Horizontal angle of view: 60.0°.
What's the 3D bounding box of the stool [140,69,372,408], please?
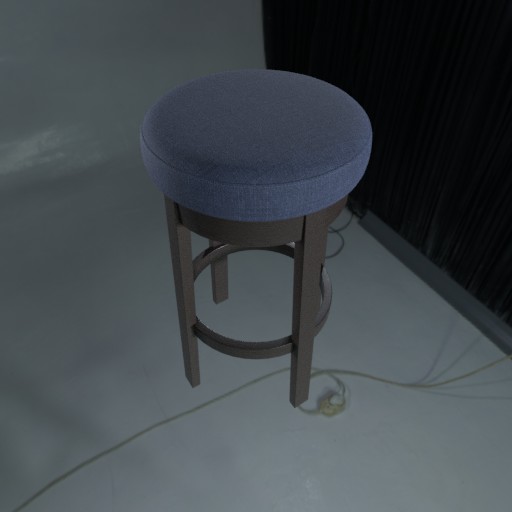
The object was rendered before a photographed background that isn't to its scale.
[{"bbox_3d":[0.000,0.000,1.061,0.446,0.758,0.446,0,44,0],"label":"stool"}]
